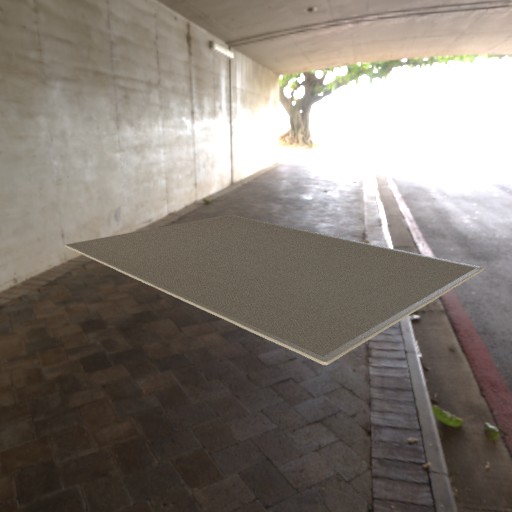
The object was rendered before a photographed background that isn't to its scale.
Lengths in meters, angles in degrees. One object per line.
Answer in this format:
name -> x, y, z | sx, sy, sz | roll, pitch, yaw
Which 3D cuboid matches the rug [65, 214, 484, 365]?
rug -> 0.000, 0.000, 2.828 | 1.532, 0.017, 2.244 | -16, 23, -42
